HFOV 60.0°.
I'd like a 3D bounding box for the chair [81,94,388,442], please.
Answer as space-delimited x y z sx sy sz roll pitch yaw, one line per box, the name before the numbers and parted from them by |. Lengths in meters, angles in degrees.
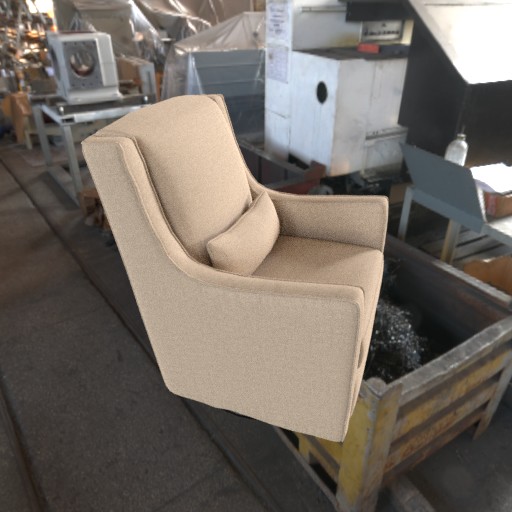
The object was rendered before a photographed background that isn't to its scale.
chair | 0.000 0.000 1.591 0.879 0.993 0.732 11 33 17
